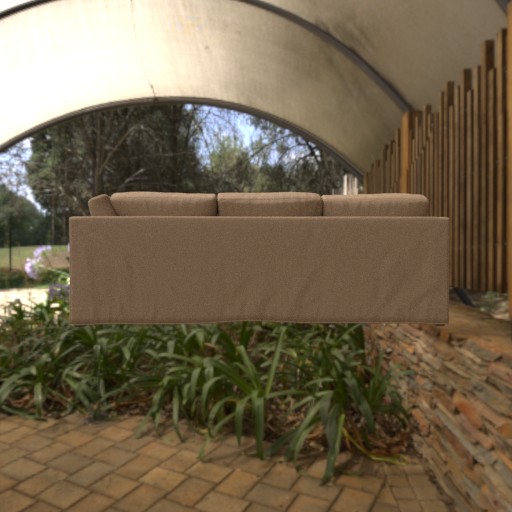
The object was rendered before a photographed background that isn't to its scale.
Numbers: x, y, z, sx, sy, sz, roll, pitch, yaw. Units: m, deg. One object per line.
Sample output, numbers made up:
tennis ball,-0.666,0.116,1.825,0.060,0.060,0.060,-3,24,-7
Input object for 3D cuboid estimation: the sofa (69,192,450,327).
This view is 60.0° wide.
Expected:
sofa,0.000,0.000,4.517,2.427,0.882,3.460,0,0,-1
